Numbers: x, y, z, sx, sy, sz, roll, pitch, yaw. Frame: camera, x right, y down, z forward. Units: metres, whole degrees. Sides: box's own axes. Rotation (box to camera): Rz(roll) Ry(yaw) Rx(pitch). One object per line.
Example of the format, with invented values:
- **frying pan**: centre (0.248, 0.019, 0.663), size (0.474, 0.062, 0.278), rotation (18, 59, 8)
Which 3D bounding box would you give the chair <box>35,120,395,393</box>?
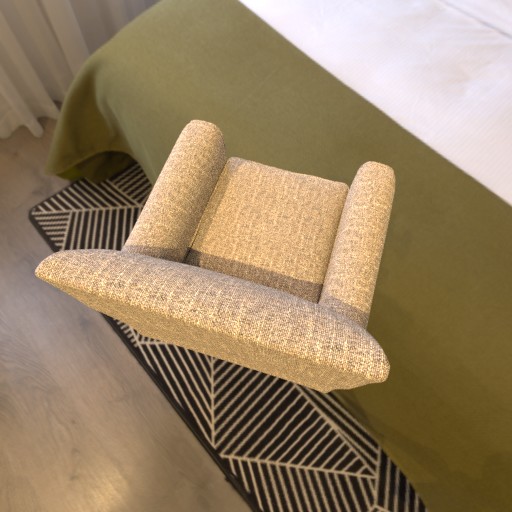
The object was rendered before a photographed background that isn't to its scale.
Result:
- **chair**: centre (0.000, 0.000, 1.598), size (0.864, 0.928, 0.873), rotation (16, 63, 8)
